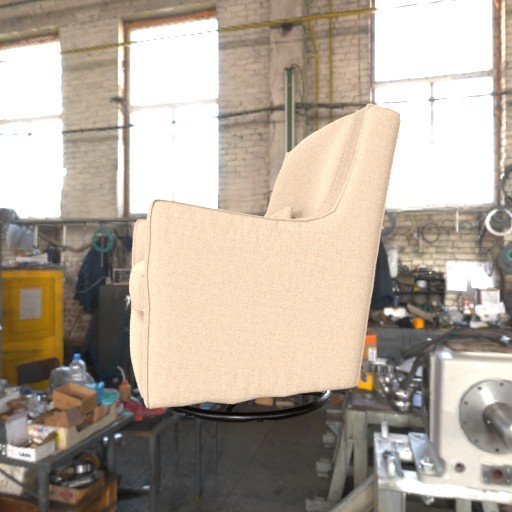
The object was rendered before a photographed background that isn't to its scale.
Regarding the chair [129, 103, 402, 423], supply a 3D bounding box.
[{"bbox_3d":[0.000,0.000,1.623,0.879,0.993,0.732,0,-1,-19],"label":"chair"}]
